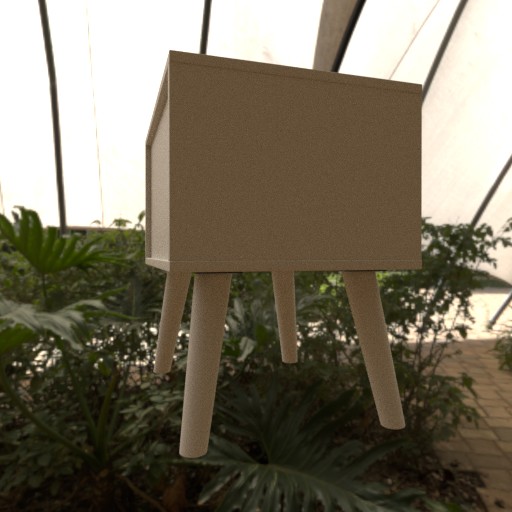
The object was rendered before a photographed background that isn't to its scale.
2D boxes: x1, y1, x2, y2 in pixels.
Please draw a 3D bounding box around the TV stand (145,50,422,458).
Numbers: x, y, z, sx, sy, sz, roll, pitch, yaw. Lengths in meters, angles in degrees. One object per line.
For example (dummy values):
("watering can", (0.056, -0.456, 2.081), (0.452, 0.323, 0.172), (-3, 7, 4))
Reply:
("TV stand", (0.000, 0.000, 0.900), (0.405, 0.559, 0.508), (0, 0, -18))
